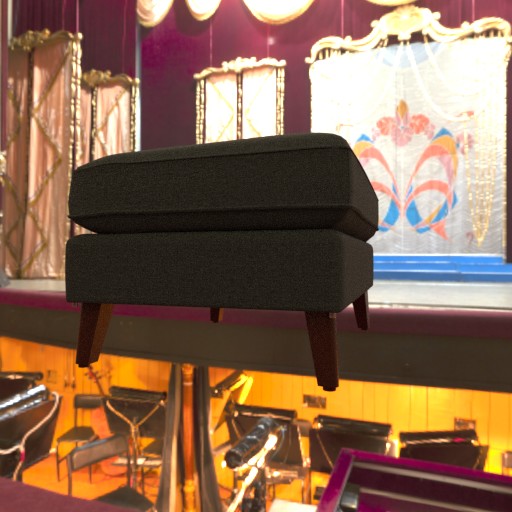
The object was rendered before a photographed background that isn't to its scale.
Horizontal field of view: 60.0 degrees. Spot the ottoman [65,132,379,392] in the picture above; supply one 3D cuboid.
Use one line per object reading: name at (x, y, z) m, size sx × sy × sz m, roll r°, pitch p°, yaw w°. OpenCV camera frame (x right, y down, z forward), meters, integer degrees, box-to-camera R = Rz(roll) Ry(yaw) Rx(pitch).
ottoman at (0.000, 0.000, 1.252) m, size 0.629 × 0.503 × 0.835 m, roll 0°, pitch 0°, yaw 19°
